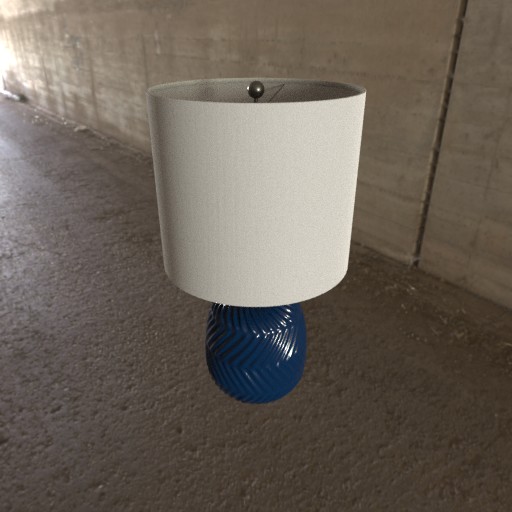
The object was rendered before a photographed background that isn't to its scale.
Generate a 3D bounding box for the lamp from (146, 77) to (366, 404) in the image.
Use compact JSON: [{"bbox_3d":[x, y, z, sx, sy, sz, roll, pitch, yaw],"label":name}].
[{"bbox_3d":[0.000,0.000,0.498,0.203,0.368,0.203,9,28,17],"label":"lamp"}]
